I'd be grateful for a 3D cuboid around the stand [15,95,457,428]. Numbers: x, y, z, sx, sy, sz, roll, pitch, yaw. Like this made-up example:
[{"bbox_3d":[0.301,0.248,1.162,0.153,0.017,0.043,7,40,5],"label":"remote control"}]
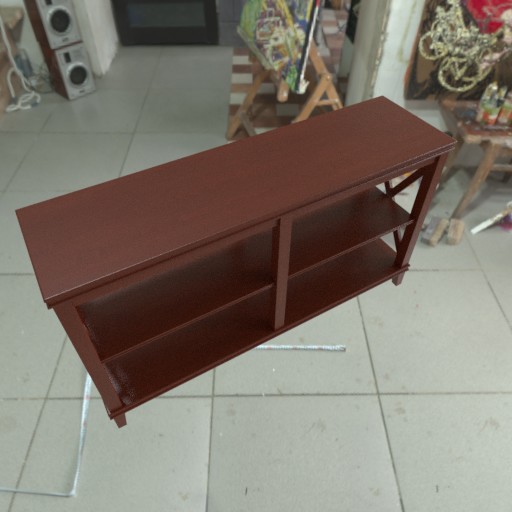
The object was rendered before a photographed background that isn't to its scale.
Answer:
[{"bbox_3d":[0.000,0.000,1.663,1.372,0.762,0.381,-23,51,-20],"label":"stand"}]
